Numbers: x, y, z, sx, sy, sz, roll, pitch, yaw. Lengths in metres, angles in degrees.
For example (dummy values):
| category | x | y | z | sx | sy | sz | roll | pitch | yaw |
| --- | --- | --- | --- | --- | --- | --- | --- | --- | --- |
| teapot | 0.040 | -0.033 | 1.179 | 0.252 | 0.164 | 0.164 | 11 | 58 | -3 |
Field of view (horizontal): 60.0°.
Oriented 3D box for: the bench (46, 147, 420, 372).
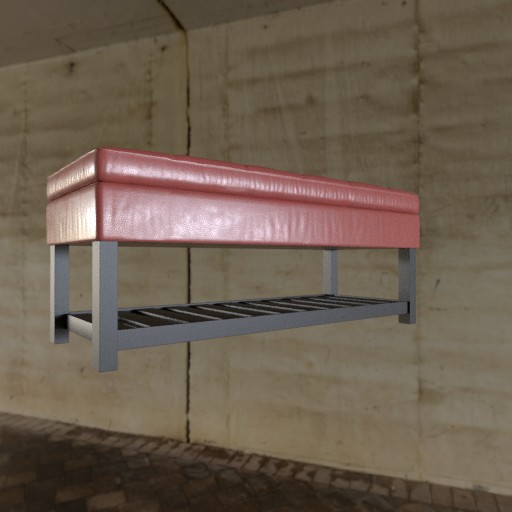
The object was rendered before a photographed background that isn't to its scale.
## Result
| category | x | y | z | sx | sy | sz | roll | pitch | yaw |
| --- | --- | --- | --- | --- | --- | --- | --- | --- | --- |
| bench | 0.000 | 0.000 | 1.353 | 1.105 | 0.460 | 0.432 | 0 | 0 | -37 |
